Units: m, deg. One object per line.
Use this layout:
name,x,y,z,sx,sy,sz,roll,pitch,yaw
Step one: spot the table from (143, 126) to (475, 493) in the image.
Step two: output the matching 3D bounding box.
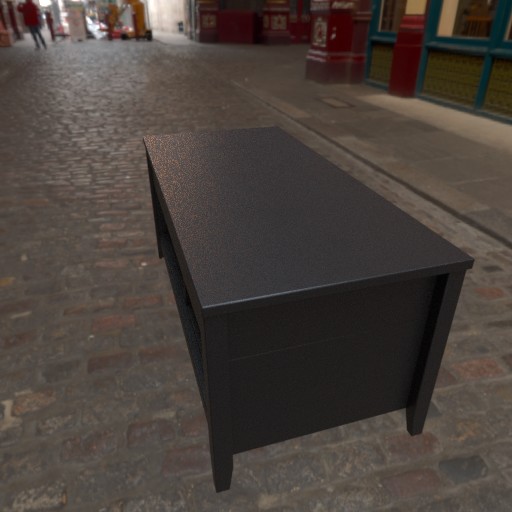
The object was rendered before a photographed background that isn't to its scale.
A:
table,0.000,0.000,1.242,0.483,0.457,1.016,-9,31,-15
